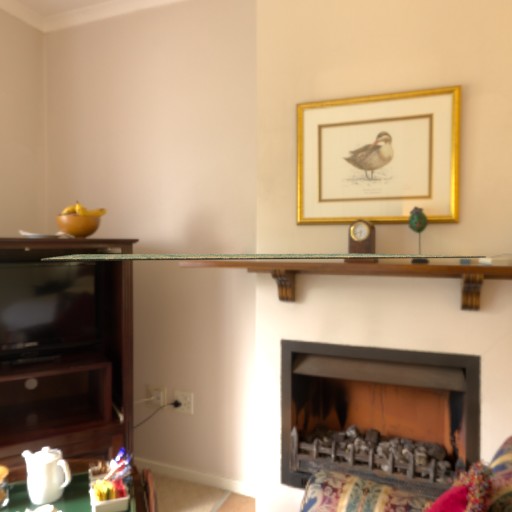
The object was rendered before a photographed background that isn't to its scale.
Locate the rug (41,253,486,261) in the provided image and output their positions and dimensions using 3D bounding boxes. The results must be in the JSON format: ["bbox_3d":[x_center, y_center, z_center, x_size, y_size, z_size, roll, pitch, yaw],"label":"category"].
[{"bbox_3d":[0.000,0.000,2.208,1.795,0.008,1.102,0,1,-17],"label":"rug"}]
